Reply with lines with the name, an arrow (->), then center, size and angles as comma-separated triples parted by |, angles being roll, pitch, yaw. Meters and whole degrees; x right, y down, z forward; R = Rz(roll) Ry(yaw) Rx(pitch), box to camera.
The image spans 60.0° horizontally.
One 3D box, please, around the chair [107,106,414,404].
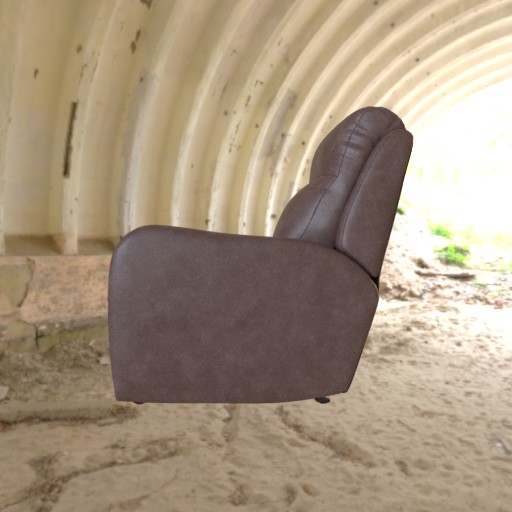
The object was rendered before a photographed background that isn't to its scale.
chair -> 0.000, 0.000, 1.833 | 1.067, 1.067, 0.865 | 0, 1, -1
